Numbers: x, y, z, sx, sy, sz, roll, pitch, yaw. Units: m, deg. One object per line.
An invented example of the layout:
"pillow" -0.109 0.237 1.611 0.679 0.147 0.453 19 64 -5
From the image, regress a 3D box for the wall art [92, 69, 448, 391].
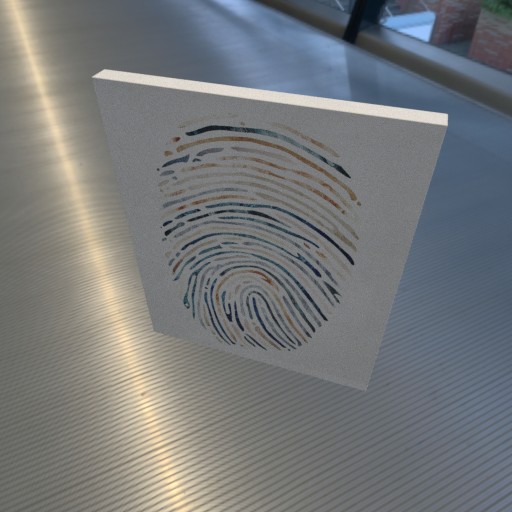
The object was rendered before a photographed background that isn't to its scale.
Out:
"wall art" 0.000 0.000 0.819 0.508 0.606 0.037 13 44 14
